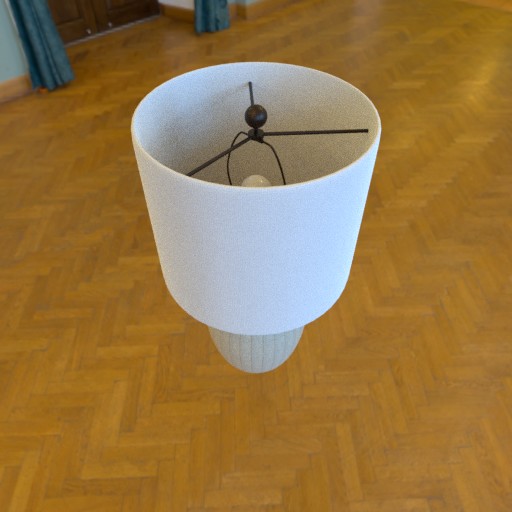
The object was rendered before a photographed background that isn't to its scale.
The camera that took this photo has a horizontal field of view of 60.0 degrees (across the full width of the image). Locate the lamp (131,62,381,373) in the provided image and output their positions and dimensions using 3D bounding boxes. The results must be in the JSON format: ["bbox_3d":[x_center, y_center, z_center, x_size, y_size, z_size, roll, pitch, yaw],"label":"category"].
[{"bbox_3d":[0.000,0.000,0.787,0.329,0.570,0.329,33,54,27],"label":"lamp"}]
